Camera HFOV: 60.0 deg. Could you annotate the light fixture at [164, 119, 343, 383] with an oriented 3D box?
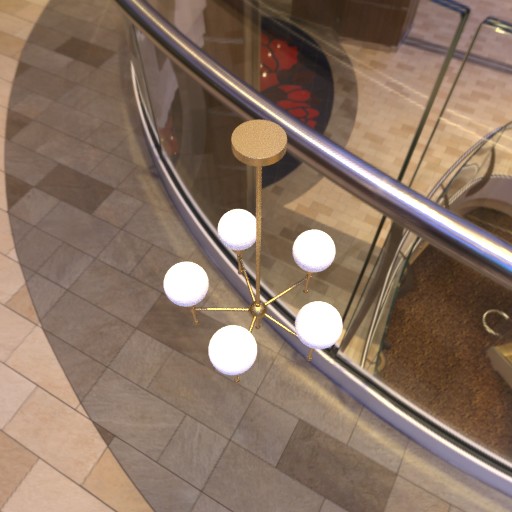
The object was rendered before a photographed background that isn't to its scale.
[{"bbox_3d":[0.000,0.000,1.846,0.815,1.331,0.785,-14,58,-9],"label":"light fixture"}]
